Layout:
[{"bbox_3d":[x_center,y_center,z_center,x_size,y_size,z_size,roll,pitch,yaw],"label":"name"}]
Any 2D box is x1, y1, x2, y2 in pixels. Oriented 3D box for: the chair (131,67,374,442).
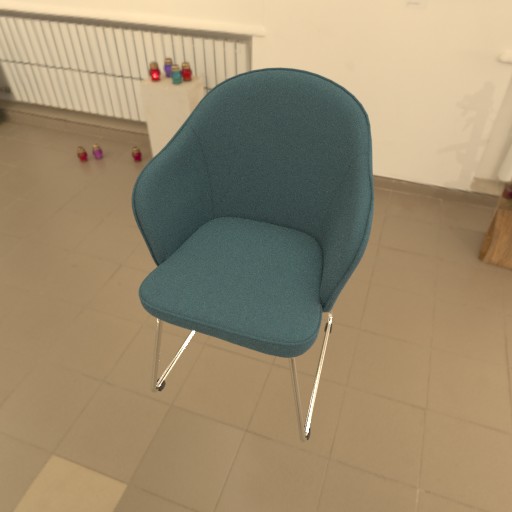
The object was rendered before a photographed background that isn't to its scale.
[{"bbox_3d":[0.000,0.000,1.212,0.570,0.815,0.585,13,43,14],"label":"chair"}]
